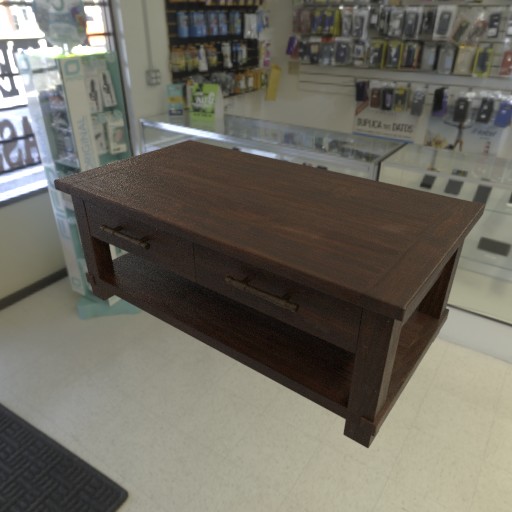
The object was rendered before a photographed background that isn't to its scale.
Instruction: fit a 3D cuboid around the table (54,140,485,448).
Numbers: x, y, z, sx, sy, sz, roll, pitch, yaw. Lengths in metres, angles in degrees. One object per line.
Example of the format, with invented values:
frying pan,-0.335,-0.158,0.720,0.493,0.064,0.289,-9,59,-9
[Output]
table,0.000,0.000,1.586,1.270,0.494,0.700,20,35,32
